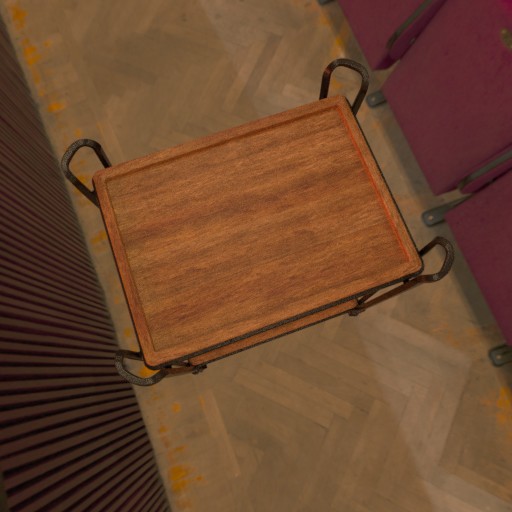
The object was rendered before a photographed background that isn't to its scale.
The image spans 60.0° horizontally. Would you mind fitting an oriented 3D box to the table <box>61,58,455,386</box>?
[{"bbox_3d":[0.000,0.000,1.233,0.672,0.785,0.505,-19,76,-5],"label":"table"}]
